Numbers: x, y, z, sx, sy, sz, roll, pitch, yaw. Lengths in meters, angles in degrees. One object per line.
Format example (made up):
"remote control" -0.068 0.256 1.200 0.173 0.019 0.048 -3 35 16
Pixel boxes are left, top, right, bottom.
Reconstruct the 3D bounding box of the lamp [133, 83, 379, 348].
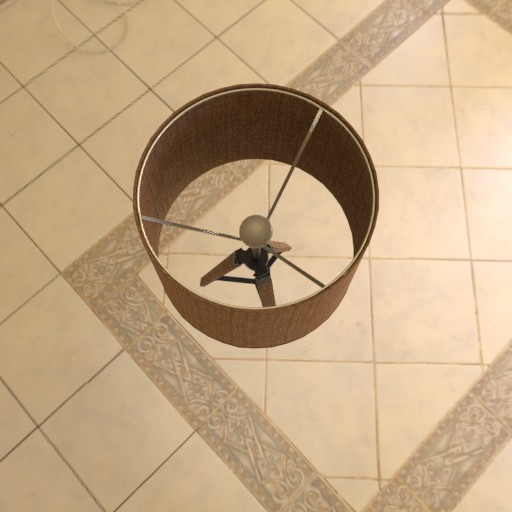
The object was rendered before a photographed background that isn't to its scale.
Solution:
"lamp" 0.000 0.000 0.694 0.290 0.514 0.290 0 75 0
